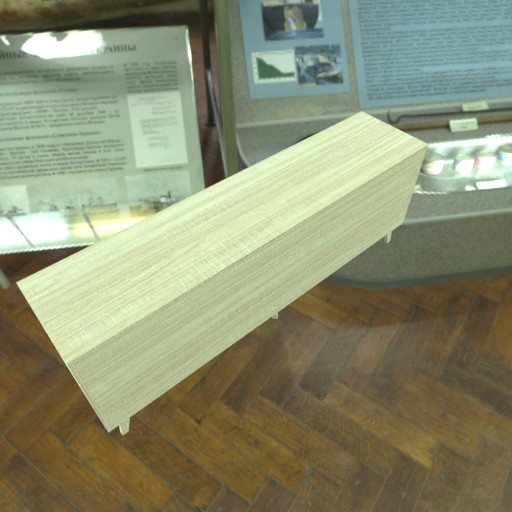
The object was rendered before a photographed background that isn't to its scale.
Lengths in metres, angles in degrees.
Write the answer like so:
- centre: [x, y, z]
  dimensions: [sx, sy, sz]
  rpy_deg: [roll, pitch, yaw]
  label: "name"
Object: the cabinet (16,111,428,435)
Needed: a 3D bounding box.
- centre: [0.000, 0.000, 2.490]
  dimensions: [2.200, 0.780, 0.500]
  rpy_deg: [-32, 54, -27]
  label: "cabinet"
